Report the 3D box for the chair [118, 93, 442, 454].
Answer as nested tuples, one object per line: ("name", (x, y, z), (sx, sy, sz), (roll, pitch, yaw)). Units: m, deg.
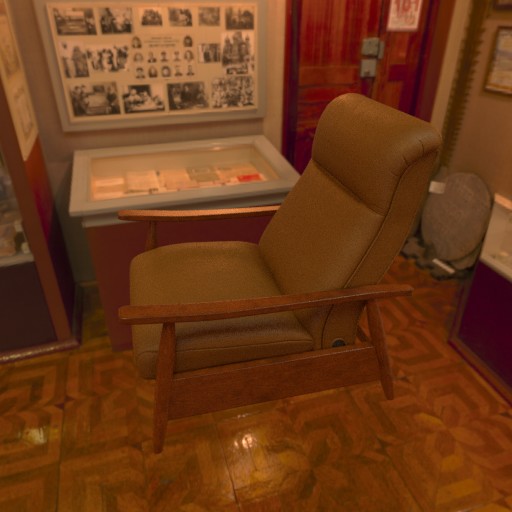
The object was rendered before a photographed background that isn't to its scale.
("chair", (0.000, 0.000, 1.722), (1.014, 1.082, 0.762), (-8, 31, -13))
